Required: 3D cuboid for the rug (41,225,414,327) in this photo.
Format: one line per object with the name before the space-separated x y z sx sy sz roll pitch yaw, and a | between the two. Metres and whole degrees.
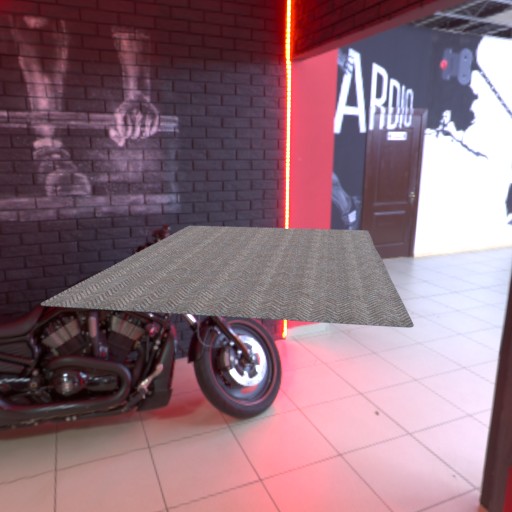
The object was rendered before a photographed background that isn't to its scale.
rug | 0.000 0.000 5.228 2.894 0.011 3.957 2 13 9
